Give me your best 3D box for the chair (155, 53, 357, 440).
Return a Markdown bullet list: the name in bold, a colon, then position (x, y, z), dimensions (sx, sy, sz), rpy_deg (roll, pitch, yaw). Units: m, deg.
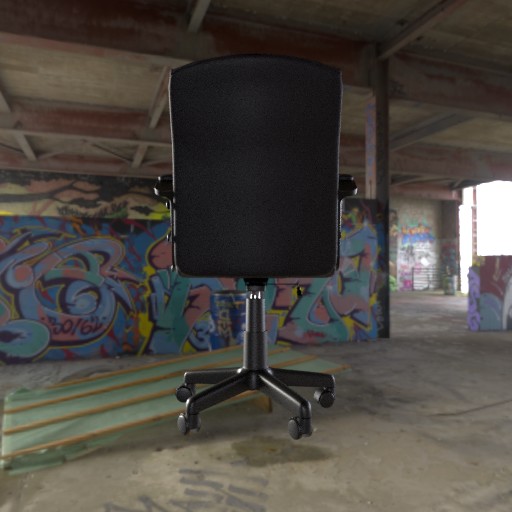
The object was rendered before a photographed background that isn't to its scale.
- **chair**: position (0.000, 0.000, 1.385), dimensions (0.576, 0.998, 0.641), rpy_deg (0, -1, 0)
